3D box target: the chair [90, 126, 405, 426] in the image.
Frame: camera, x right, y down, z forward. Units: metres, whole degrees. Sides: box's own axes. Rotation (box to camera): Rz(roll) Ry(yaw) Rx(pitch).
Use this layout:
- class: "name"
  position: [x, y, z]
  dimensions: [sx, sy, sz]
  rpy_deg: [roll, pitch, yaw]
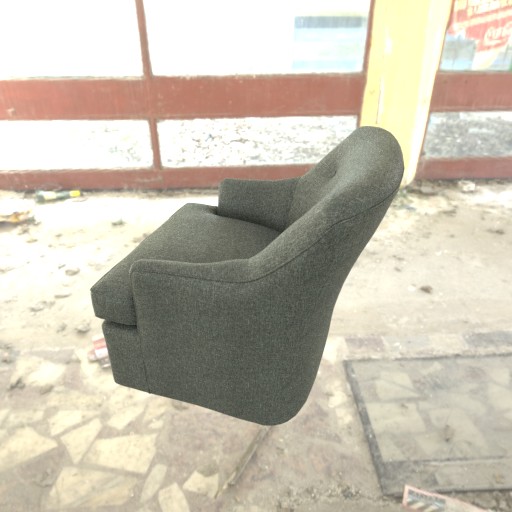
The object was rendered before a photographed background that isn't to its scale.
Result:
- class: "chair"
  position: [0.000, 0.000, 1.619]
  dimensions: [0.923, 0.856, 0.864]
  rpy_deg: [9, 31, 15]
